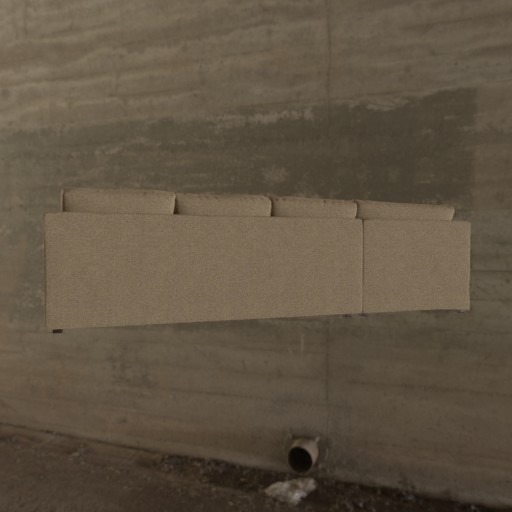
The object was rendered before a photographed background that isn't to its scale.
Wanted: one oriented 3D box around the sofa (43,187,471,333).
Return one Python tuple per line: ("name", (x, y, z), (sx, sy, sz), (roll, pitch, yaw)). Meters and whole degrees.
("sofa", (0.000, 0.000, 3.874), (3.198, 0.920, 1.638), (0, 1, -18))
